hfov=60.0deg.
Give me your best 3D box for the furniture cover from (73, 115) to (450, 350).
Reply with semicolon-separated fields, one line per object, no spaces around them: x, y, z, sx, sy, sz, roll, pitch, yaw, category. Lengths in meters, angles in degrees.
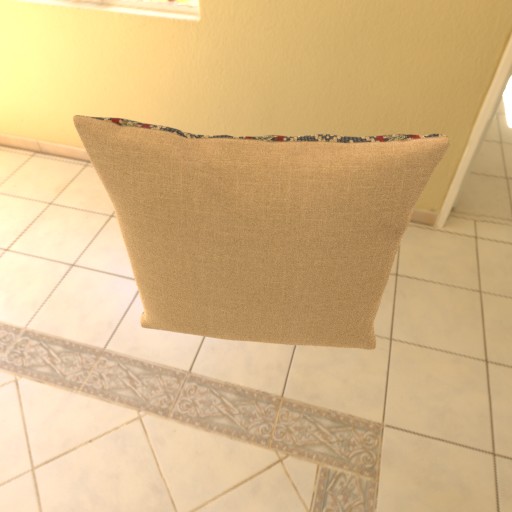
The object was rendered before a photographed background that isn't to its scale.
0.000;0.000;0.655;0.431;0.431;0.139;5;48;4;furniture cover
